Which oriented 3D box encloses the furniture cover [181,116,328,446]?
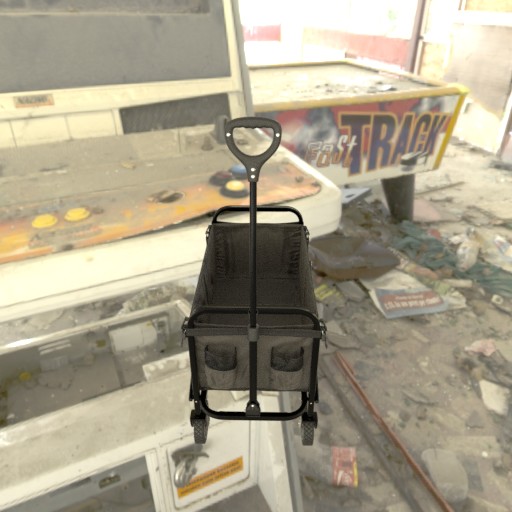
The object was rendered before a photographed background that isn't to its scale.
[{"bbox_3d":[0.000,0.000,1.835,0.532,1.295,1.038,1,30,1],"label":"furniture cover"}]
